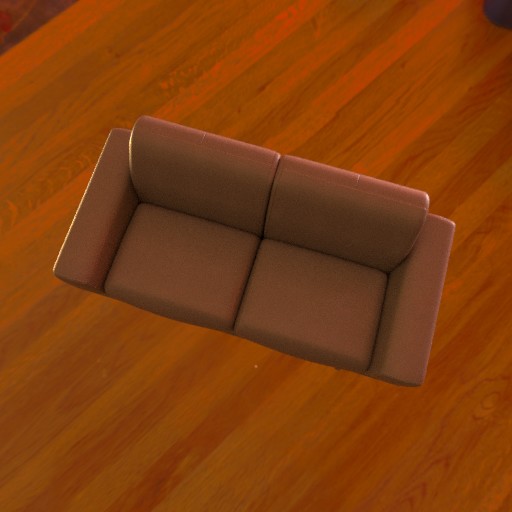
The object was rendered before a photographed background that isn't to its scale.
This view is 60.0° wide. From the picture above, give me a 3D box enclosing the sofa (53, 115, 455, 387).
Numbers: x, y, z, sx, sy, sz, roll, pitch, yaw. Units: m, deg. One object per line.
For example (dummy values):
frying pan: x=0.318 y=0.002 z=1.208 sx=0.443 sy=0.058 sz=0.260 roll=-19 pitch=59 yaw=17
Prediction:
sofa: x=0.000 y=0.000 z=2.385 sx=1.901 sy=0.772 sz=0.900 roll=16 pitch=77 yaw=4
